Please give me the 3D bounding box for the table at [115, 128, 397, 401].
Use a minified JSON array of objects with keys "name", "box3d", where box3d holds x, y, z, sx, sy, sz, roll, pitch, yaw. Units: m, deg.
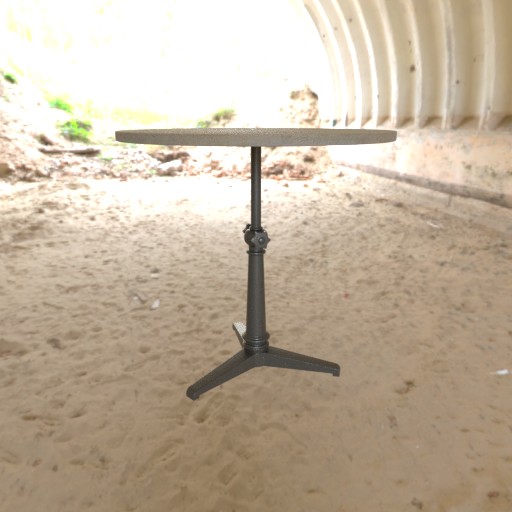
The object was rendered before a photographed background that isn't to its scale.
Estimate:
[{"name":"table","box3d":[0.000,0.000,1.428,0.800,0.780,0.800,0,17,0]}]
